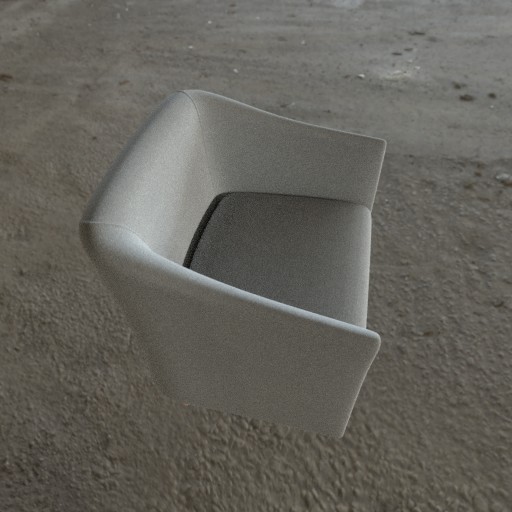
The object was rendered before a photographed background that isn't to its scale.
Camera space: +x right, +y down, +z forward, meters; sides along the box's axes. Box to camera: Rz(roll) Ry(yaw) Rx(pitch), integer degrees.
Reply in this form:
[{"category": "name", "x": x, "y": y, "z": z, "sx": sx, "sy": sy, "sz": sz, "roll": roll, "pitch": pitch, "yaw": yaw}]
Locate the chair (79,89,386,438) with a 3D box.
[{"category": "chair", "x": 0.000, "y": 0.000, "z": 1.358, "sx": 0.700, "sy": 0.720, "sz": 0.790, "roll": 9, "pitch": 48, "yaw": 8}]
